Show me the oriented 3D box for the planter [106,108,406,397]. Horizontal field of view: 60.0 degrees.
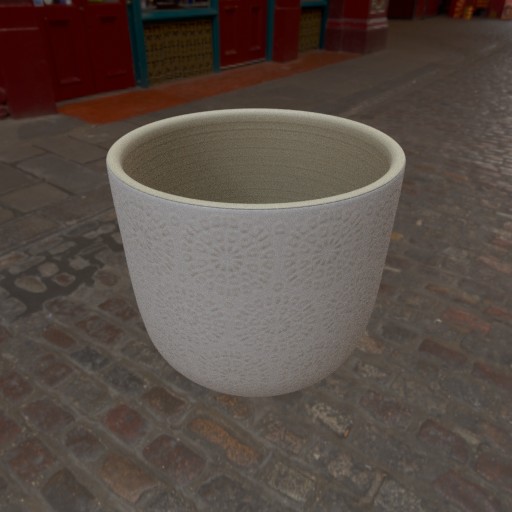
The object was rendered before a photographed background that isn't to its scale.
[{"bbox_3d":[0.000,0.000,0.369,0.208,0.190,0.208,0,32,0],"label":"planter"}]
